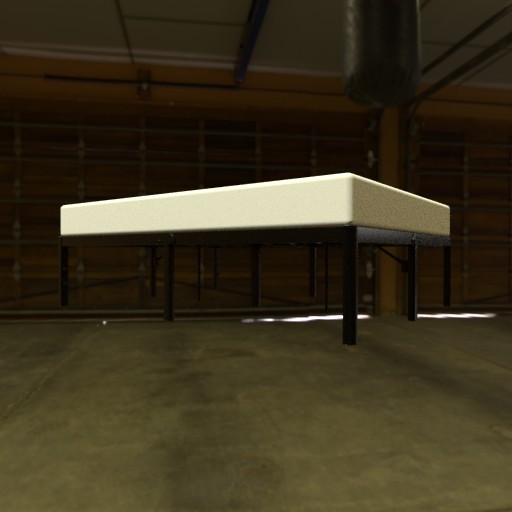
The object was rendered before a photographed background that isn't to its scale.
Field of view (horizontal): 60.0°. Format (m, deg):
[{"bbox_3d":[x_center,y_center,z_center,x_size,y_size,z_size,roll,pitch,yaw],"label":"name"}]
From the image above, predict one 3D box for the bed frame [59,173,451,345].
[{"bbox_3d":[0.000,0.000,2.895,2.072,0.659,1.557,0,1,37],"label":"bed frame"}]
